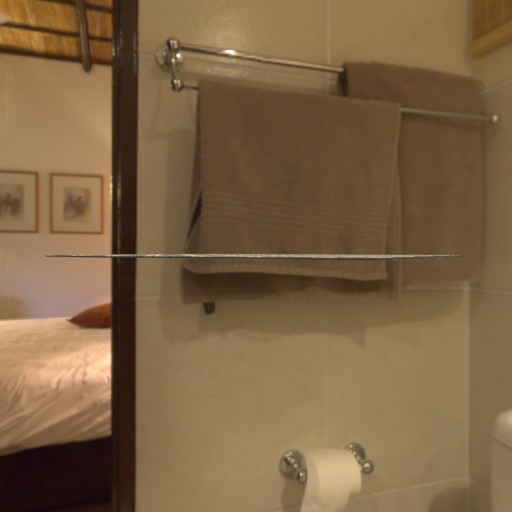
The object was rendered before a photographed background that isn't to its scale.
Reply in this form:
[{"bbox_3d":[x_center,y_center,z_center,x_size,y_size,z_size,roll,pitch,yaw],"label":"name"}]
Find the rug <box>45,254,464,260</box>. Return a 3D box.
[{"bbox_3d":[0.000,0.000,4.362,3.342,0.018,2.432,0,1,35],"label":"rug"}]
